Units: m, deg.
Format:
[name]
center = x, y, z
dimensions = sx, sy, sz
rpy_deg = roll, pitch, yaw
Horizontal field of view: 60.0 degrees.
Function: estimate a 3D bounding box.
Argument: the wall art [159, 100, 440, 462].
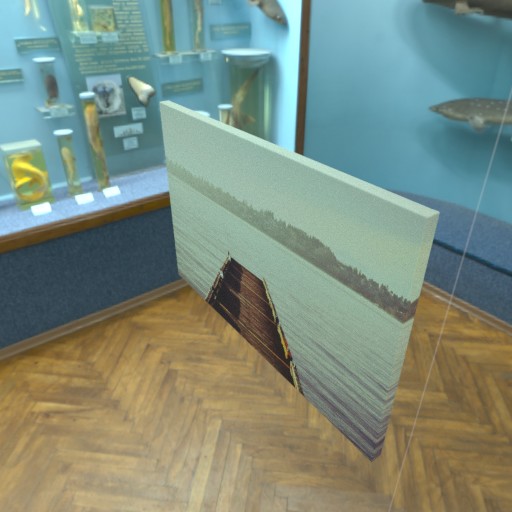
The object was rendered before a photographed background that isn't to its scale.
[wall art]
center = 0.000, 0.000, 1.437
dimensions = 0.040, 0.765, 1.149
rpy_deg = -21, 38, -30
